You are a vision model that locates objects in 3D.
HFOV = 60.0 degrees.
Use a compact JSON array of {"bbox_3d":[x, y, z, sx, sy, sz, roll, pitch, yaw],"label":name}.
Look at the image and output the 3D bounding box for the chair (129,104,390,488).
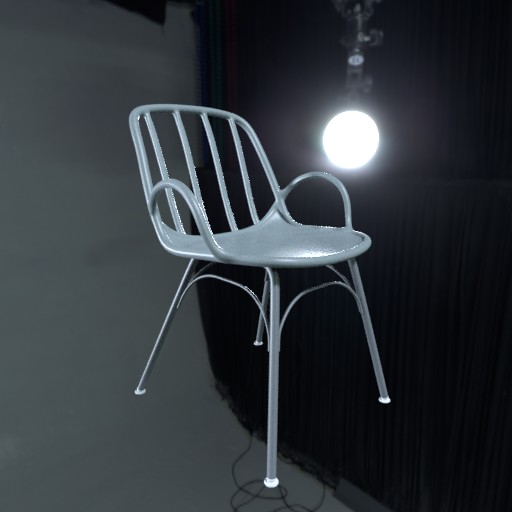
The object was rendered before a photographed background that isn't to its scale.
[{"bbox_3d":[0.000,0.000,1.199,0.549,0.816,0.597,-12,18,-43],"label":"chair"}]
